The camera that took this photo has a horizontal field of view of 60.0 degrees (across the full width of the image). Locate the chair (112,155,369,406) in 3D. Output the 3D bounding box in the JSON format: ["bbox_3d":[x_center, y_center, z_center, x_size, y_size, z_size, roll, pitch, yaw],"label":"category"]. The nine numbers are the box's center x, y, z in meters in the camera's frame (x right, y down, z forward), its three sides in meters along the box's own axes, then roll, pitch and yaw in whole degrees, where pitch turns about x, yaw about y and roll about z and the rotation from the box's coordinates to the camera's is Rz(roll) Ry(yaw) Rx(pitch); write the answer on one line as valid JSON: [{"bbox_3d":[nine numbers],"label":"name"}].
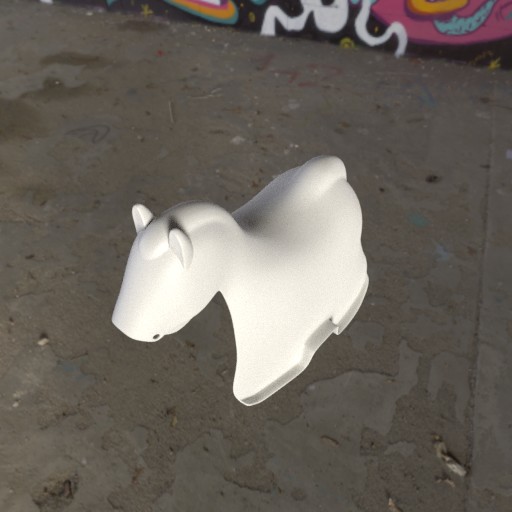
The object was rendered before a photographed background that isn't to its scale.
[{"bbox_3d":[0.000,0.000,1.139,0.429,0.612,0.800,33,54,28],"label":"chair"}]
